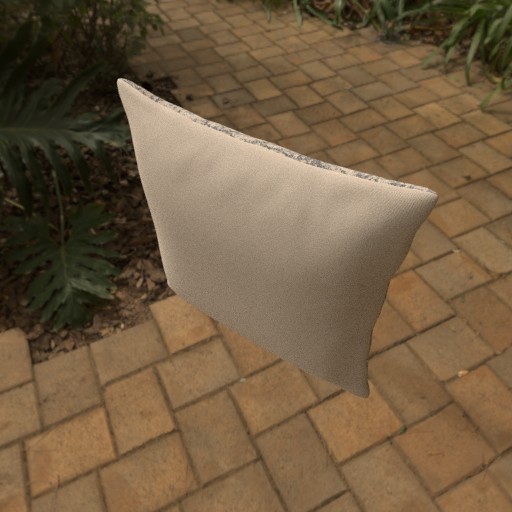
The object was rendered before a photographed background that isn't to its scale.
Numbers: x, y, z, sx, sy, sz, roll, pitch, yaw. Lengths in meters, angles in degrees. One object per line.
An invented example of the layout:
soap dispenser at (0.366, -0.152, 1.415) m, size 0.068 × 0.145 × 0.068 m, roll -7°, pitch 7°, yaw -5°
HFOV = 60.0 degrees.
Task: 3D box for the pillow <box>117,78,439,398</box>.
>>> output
pillow at (0.000, 0.000, 0.783) m, size 0.523 × 0.510 × 0.166 m, roll 27°, pitch 52°, yaw 23°
